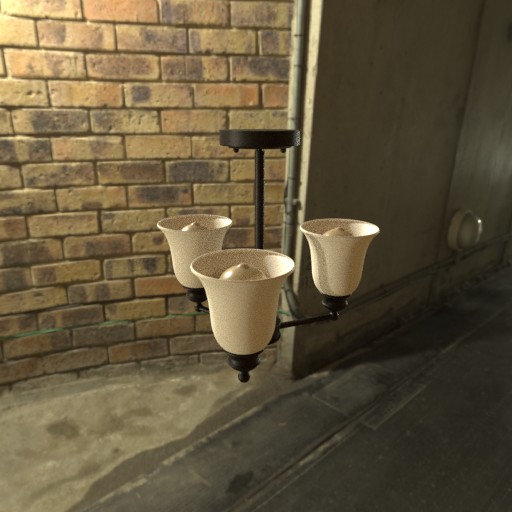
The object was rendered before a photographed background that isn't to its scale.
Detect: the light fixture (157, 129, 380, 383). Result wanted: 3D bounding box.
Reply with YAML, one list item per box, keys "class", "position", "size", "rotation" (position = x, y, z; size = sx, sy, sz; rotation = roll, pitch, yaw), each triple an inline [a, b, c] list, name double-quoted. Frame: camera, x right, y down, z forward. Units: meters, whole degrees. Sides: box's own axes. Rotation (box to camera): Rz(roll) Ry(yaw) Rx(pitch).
- class: "light fixture"
  position: [0.000, 0.000, 0.679]
  size: [0.388, 0.370, 0.354]
  rotation: [3, 17, 8]
